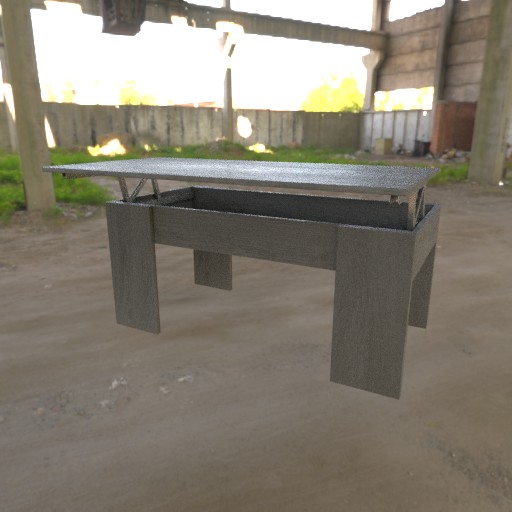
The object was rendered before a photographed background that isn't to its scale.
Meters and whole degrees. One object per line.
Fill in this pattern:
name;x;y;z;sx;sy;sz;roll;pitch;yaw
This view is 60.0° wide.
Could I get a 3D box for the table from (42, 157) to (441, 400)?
table;0.000;0.000;1.410;1.000;0.570;0.711;8;18;27
